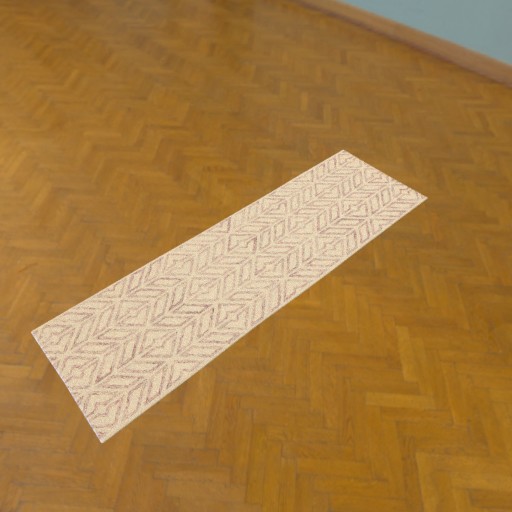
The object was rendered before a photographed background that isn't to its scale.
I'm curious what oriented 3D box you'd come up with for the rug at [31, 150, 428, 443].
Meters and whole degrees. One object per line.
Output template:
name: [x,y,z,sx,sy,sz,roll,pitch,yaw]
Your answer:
rug: [0.000,0.000,2.636,2.435,0.009,0.750,-33,56,-26]
